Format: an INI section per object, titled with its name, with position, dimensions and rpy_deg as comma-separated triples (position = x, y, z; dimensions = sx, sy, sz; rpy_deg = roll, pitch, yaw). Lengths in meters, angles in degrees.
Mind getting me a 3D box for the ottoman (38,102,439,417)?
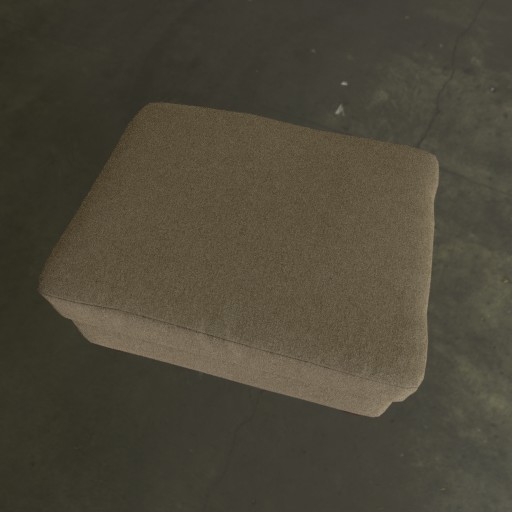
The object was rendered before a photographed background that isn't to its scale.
[ottoman]
position = 0.000, 0.000, 1.279
dimensions = 0.889, 0.511, 0.692
rpy_deg = 13, 59, 8
